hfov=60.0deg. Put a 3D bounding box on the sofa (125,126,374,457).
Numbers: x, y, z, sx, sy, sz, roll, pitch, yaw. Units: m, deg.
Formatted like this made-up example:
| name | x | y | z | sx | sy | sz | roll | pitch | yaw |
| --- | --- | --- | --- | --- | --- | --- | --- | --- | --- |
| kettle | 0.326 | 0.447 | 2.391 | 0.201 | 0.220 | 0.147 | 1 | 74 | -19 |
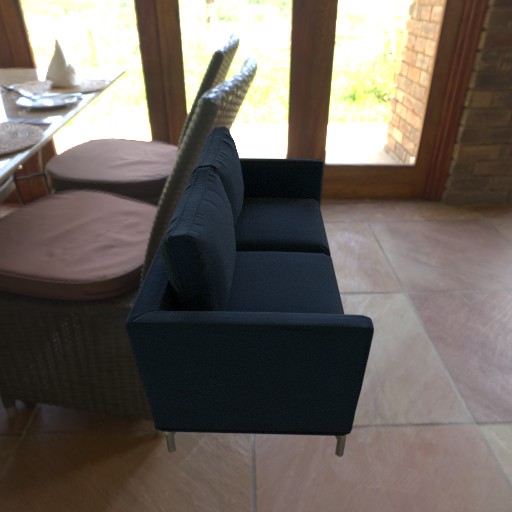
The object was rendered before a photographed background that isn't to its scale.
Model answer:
| name | x | y | z | sx | sy | sz | roll | pitch | yaw |
| --- | --- | --- | --- | --- | --- | --- | --- | --- | --- |
| sofa | 0.000 | 0.000 | 2.371 | 0.853 | 1.002 | 1.770 | 1 | 31 | 1 |
